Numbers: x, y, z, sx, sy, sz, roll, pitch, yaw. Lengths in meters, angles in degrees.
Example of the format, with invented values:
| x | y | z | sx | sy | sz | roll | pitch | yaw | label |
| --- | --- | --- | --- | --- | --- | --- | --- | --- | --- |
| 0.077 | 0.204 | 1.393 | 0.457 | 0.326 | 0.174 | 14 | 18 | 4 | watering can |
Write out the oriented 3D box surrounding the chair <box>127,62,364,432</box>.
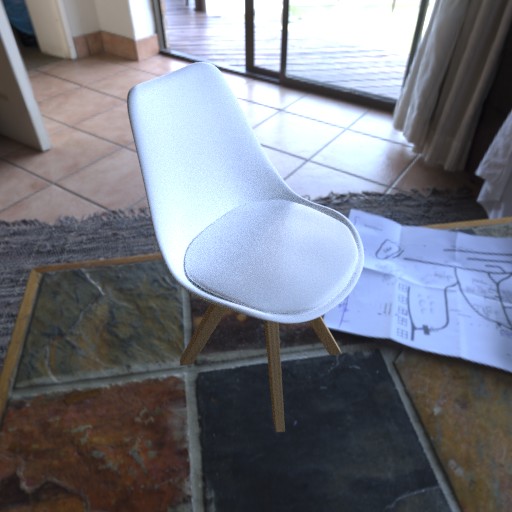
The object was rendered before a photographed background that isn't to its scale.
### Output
| x | y | z | sx | sy | sz | roll | pitch | yaw | label |
| --- | --- | --- | --- | --- | --- | --- | --- | --- | --- |
| 0.000 | 0.000 | 1.183 | 0.550 | 0.849 | 0.485 | 26 | 47 | 27 | chair |
